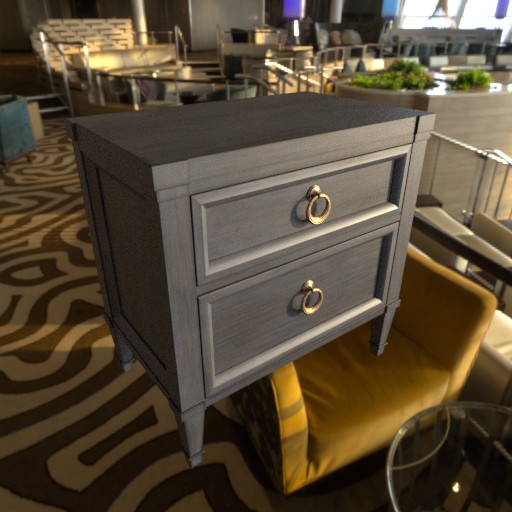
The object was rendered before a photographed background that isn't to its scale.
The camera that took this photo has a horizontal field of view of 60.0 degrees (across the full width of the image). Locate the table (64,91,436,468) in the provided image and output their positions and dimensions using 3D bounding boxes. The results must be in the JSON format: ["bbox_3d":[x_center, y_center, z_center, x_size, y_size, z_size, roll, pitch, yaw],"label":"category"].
[{"bbox_3d":[0.000,0.000,1.076,0.660,0.660,0.413,-19,34,-32],"label":"table"}]
